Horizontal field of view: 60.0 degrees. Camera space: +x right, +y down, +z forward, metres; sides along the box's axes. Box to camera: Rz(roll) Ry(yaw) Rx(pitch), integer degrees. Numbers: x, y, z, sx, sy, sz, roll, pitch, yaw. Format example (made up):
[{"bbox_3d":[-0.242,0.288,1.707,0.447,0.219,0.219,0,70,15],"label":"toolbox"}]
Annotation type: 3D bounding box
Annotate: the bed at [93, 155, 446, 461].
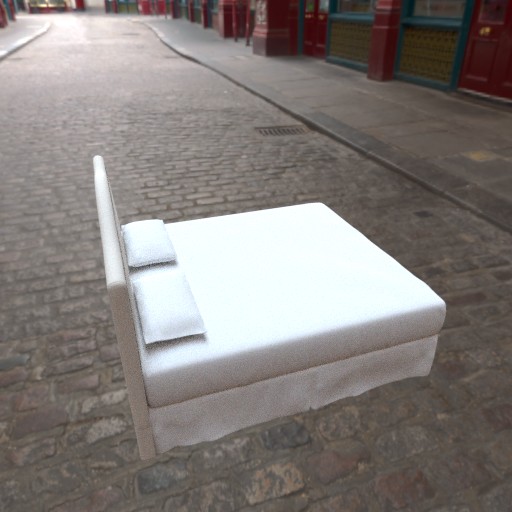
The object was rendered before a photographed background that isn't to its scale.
[{"bbox_3d":[0.000,0.000,3.464,2.182,1.421,2.083,-10,31,-17],"label":"bed"}]
